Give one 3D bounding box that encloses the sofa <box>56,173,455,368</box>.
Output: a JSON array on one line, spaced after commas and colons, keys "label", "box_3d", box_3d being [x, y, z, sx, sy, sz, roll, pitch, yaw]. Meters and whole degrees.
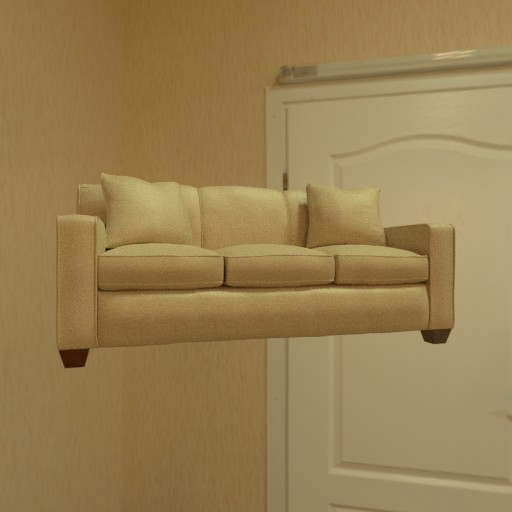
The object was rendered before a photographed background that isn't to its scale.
[{"label": "sofa", "box_3d": [0.000, 0.000, 2.570, 2.024, 0.958, 0.997, 0, 0, -16]}]
